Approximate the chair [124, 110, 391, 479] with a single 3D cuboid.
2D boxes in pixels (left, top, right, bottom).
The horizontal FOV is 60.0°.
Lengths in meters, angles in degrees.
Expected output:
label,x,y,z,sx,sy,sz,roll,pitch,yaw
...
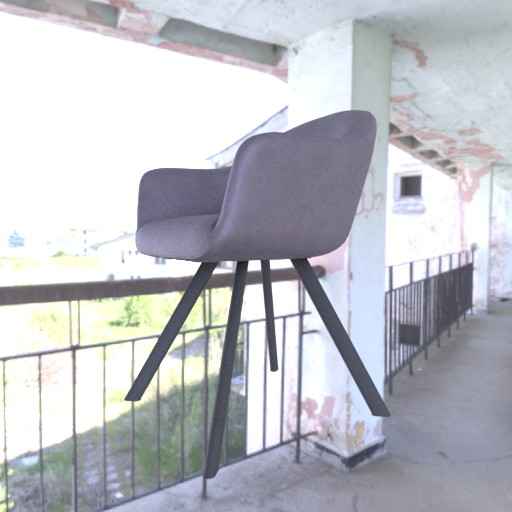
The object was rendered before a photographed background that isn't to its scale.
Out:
label,x,y,z,sx,sy,sz,roll,pitch,yaw
chair,0.000,0.000,1.135,0.544,0.781,0.567,-2,3,-34
